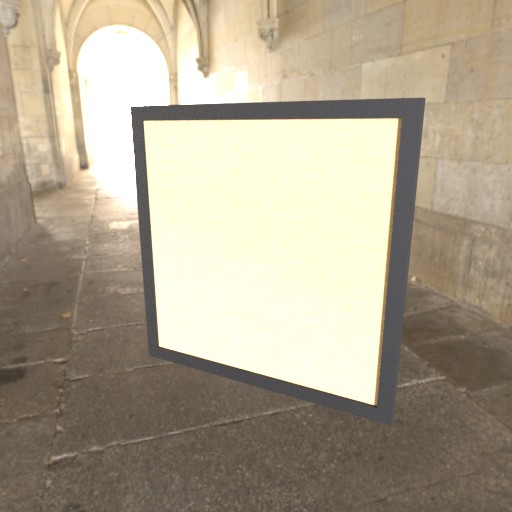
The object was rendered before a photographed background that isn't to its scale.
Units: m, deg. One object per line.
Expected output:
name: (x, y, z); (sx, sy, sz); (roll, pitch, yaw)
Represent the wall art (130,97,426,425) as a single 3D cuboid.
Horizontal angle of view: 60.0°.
wall art: (0.000, 0.000, 0.543); (0.356, 0.356, 0.013); (8, 18, 26)
